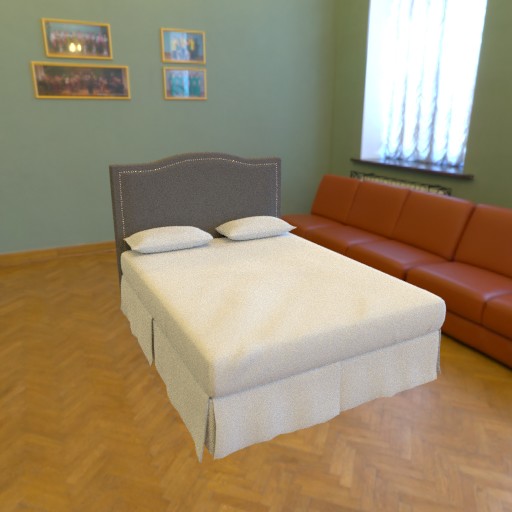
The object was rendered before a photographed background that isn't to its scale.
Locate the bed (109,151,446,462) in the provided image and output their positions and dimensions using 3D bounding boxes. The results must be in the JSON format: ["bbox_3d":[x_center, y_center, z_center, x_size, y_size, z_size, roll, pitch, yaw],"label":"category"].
[{"bbox_3d":[0.000,0.000,3.452,1.821,1.436,2.282,-9,20,-26],"label":"bed"}]
